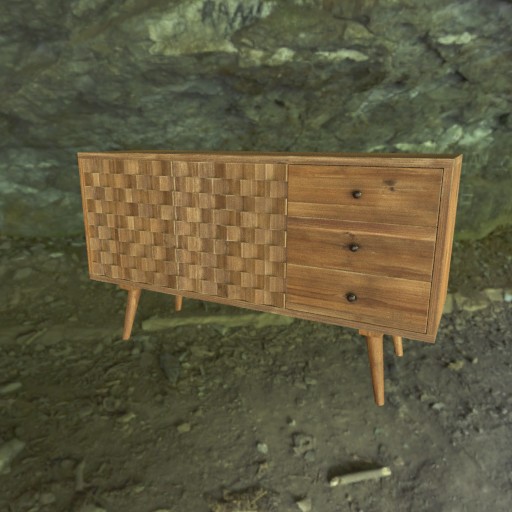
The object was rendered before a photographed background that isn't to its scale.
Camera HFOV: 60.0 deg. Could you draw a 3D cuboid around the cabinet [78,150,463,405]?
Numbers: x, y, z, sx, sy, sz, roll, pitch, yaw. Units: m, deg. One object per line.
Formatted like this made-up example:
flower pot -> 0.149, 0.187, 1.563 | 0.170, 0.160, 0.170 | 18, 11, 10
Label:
cabinet -> 0.000, 0.000, 1.770 | 1.400, 0.800, 0.472 | 7, 16, 26
